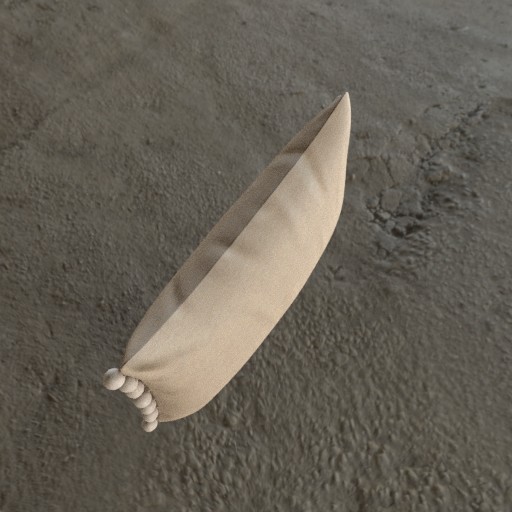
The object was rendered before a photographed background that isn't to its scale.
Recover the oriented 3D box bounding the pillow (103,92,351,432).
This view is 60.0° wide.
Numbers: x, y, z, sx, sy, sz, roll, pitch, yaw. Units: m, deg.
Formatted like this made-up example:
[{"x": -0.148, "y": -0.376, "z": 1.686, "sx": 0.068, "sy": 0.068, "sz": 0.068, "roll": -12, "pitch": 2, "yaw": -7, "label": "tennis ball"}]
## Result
[{"x": 0.000, "y": 0.000, "z": 0.848, "sx": 0.201, "sy": 0.322, "sz": 0.709, "roll": 29, "pitch": 62, "yaw": 17, "label": "pillow"}]
